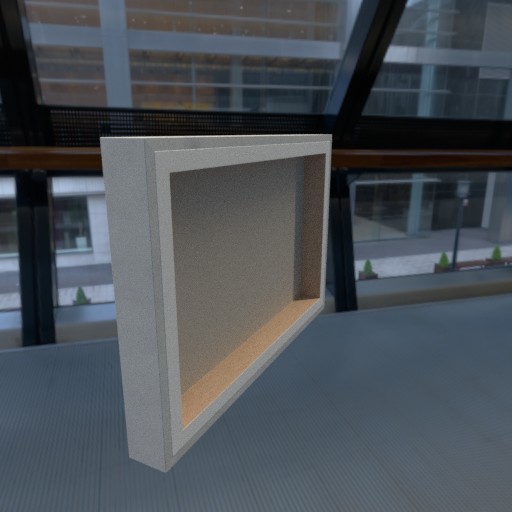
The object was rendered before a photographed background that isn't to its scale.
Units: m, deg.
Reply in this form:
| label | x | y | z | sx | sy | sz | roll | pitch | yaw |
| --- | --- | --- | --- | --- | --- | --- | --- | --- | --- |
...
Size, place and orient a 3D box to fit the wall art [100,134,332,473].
| label | x | y | z | sx | sy | sz | roll | pitch | yaw |
| --- | --- | --- | --- | --- | --- | --- | --- | --- | --- |
| wall art | 0.000 | 0.000 | 0.484 | 0.038 | 0.254 | 0.381 | 8 | 17 | 26 |
